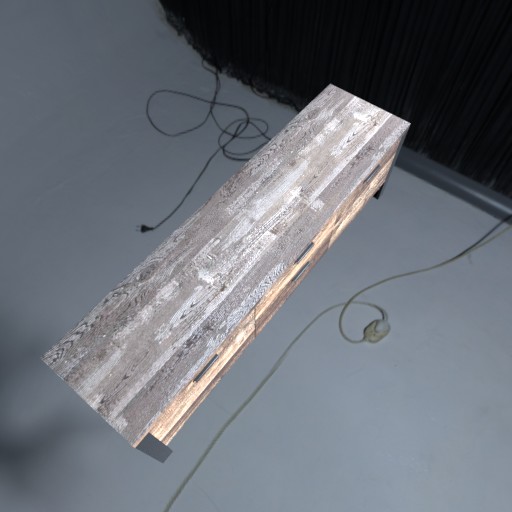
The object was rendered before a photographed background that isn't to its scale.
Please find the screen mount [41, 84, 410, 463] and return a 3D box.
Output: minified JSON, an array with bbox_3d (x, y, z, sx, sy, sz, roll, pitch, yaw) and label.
[{"bbox_3d":[0.000,0.000,1.724,0.395,0.450,1.524,34,65,18],"label":"screen mount"}]
